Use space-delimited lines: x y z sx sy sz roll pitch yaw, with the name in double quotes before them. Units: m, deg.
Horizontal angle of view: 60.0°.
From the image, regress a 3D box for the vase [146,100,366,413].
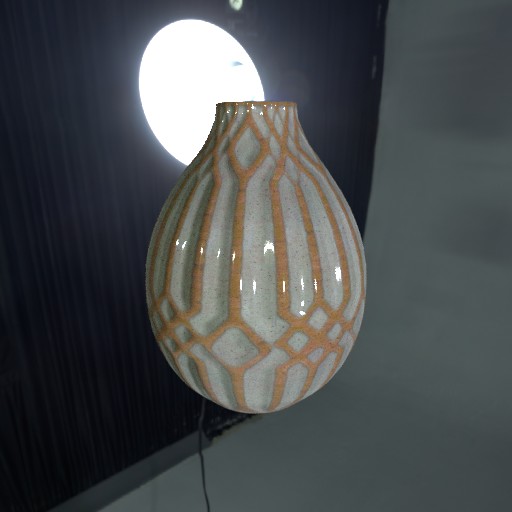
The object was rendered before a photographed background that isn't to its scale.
"vase" 0.000 0.000 0.266 0.131 0.175 0.131 0 17 0
